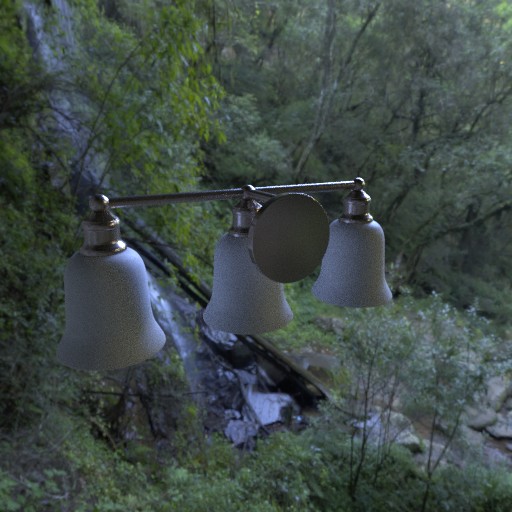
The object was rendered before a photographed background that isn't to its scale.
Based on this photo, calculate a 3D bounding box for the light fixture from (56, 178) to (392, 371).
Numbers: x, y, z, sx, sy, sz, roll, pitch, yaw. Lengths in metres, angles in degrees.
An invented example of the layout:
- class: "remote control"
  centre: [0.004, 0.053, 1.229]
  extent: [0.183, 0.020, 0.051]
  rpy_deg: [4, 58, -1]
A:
- class: "light fixture"
  centre: [0.000, 0.000, 0.664]
  extent: [0.570, 0.211, 0.198]
  rpy_deg: [-8, 18, -27]
